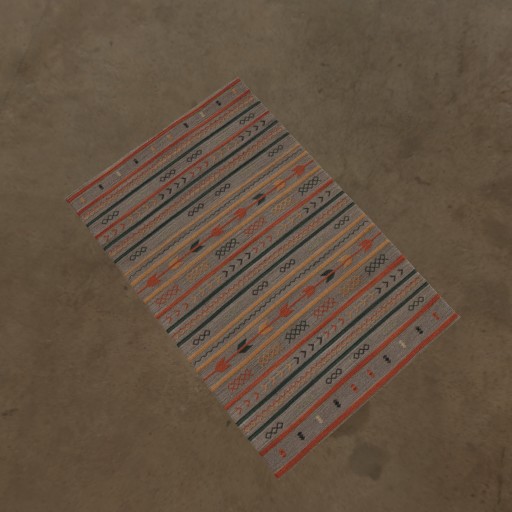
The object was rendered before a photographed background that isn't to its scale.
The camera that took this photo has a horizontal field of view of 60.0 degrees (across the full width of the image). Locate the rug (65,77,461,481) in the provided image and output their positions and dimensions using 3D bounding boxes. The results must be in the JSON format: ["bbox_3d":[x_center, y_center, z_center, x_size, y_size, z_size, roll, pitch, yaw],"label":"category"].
[{"bbox_3d":[0.000,0.000,2.355,1.220,0.017,1.835,-38,79,-9],"label":"rug"}]
